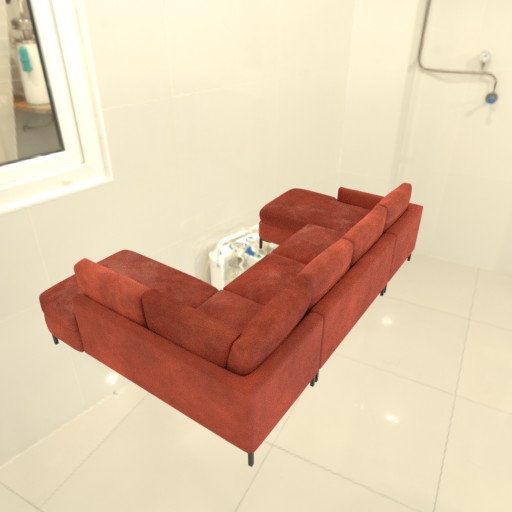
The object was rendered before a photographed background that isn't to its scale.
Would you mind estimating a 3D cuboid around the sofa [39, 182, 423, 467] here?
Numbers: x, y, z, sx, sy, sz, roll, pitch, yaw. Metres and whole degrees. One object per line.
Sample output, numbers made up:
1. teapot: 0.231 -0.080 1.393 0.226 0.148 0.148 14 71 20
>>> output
1. sofa: 0.000 0.000 3.888 1.981 0.858 2.971 20 36 29
